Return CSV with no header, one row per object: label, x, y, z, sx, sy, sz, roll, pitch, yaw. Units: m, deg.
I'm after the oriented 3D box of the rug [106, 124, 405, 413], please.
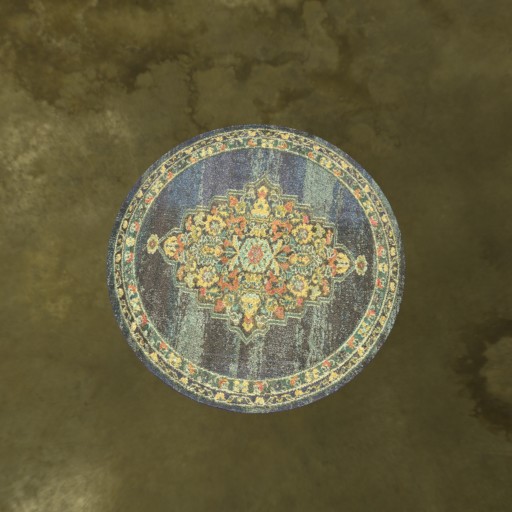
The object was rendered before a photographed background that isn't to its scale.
rug,0.000,0.000,2.368,1.591,0.010,1.591,0,75,0
